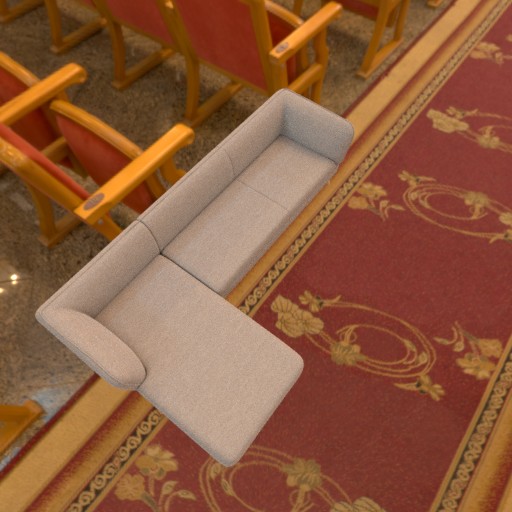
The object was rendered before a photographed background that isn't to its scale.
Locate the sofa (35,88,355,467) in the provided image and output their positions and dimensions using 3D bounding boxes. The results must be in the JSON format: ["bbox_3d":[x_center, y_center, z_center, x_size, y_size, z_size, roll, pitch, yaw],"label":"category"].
[{"bbox_3d":[0.000,0.000,3.315,1.532,0.693,2.653,34,65,18],"label":"sofa"}]
